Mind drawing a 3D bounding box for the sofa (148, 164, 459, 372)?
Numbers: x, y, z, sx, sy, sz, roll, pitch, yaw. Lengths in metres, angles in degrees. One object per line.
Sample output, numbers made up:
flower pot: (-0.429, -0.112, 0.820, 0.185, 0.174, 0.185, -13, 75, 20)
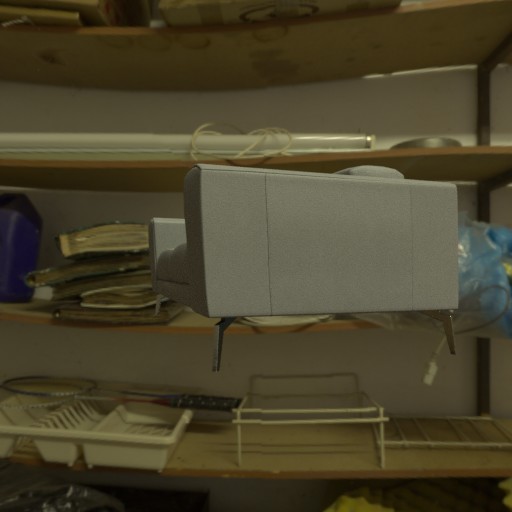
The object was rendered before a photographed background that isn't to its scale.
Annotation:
sofa: (0.000, 0.000, 2.377, 1.003, 0.779, 1.895, 1, -2, -18)
